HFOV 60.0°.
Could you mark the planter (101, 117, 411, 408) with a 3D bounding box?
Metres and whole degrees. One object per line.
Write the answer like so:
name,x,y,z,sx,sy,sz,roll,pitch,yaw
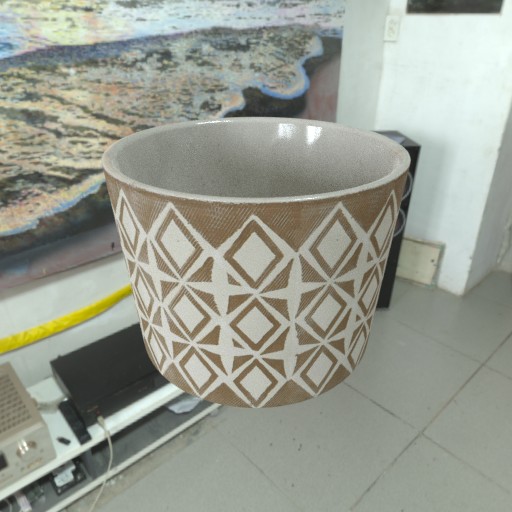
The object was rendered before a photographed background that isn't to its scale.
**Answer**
planter,0.000,0.000,0.442,0.260,0.220,0.260,0,28,0
